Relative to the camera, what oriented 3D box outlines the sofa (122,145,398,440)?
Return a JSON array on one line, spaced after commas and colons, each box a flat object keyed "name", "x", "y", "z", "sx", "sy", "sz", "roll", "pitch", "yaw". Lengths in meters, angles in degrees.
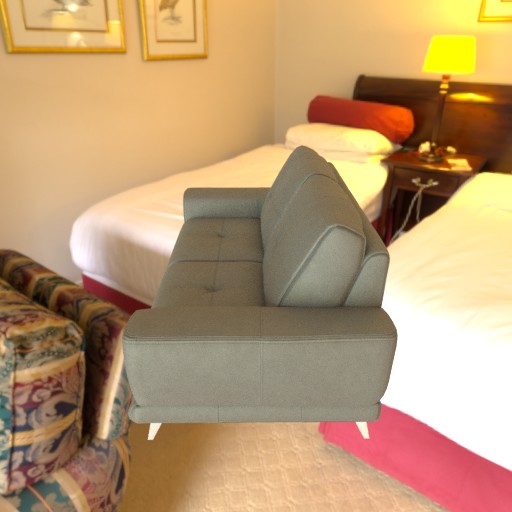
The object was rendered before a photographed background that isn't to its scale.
[{"name": "sofa", "x": 0.000, "y": 0.000, "z": 2.389, "sx": 1.018, "sy": 0.907, "sz": 1.806, "roll": 0, "pitch": 26, "yaw": 0}]
